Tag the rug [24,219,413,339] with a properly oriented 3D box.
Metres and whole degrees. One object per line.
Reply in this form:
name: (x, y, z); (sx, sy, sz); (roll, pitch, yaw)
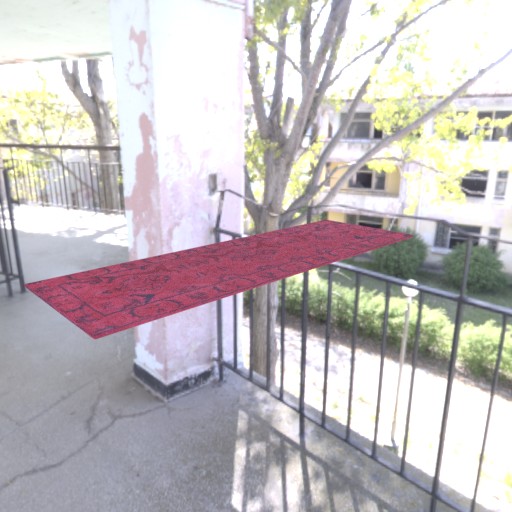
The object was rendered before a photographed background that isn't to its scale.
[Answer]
rug: (0.000, 0.000, 2.746); (2.439, 0.018, 0.813); (-14, 21, -41)
